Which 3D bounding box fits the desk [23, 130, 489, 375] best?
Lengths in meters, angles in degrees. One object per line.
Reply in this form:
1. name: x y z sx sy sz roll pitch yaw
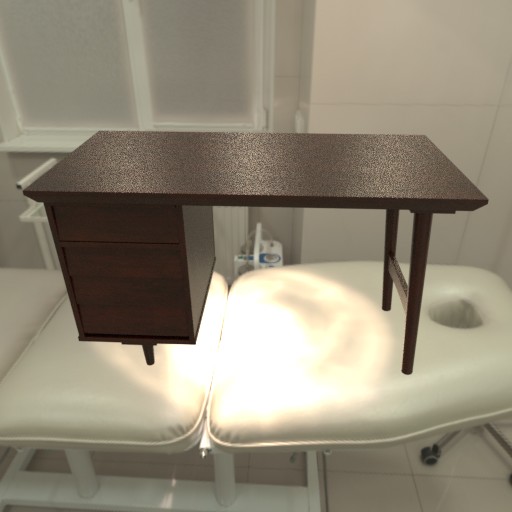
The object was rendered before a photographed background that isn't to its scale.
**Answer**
1. desk: 0.000 0.000 1.668 1.277 0.758 0.612 1 31 2
